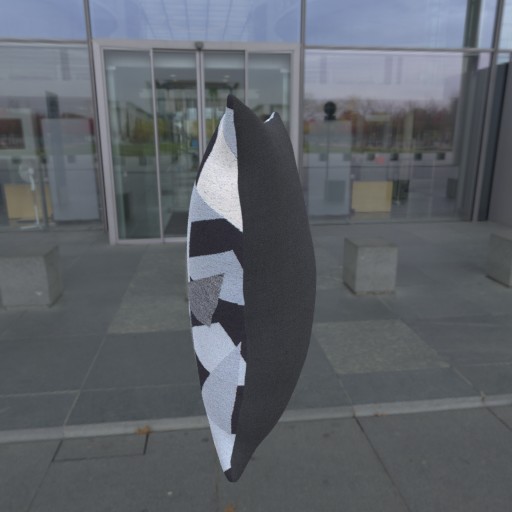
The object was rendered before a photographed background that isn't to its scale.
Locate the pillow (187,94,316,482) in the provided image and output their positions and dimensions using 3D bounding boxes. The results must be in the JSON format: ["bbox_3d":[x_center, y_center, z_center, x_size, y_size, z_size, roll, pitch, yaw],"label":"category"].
[{"bbox_3d":[0.000,0.000,0.761,0.208,0.496,0.503,2,15,8],"label":"pillow"}]
